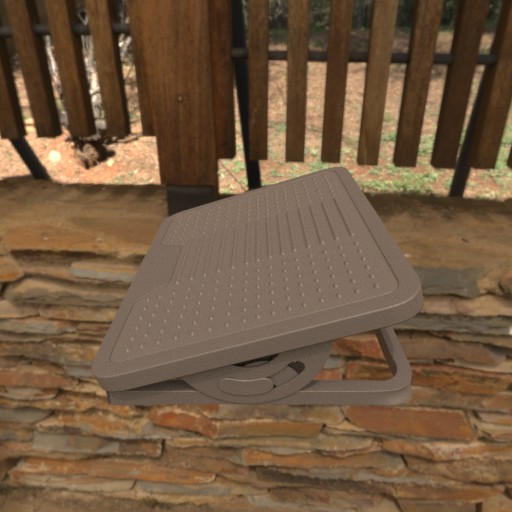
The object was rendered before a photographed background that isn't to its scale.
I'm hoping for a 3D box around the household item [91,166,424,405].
[{"bbox_3d":[0.000,0.000,0.543,0.301,0.126,0.390,0,27,0],"label":"household item"}]
